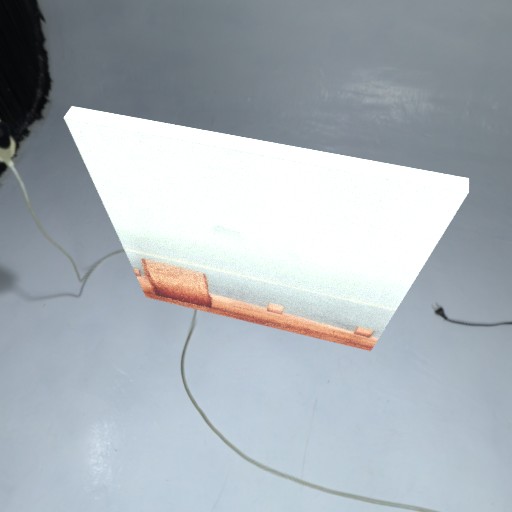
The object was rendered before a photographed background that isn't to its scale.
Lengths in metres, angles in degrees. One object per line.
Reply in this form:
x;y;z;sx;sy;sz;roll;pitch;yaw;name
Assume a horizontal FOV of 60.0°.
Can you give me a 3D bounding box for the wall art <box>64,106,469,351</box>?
0.000;0.000;1.138;0.760;0.760;0.042;12;58;8;wall art
